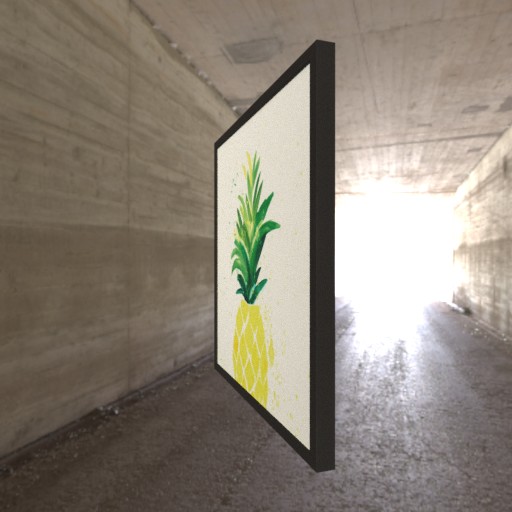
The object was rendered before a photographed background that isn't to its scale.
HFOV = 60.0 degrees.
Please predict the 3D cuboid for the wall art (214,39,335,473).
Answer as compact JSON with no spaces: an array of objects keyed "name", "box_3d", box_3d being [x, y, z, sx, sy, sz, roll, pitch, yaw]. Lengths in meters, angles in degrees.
[{"name":"wall art","box_3d":[0.000,0.000,1.143,0.037,0.760,0.762,0,0,-19]}]
